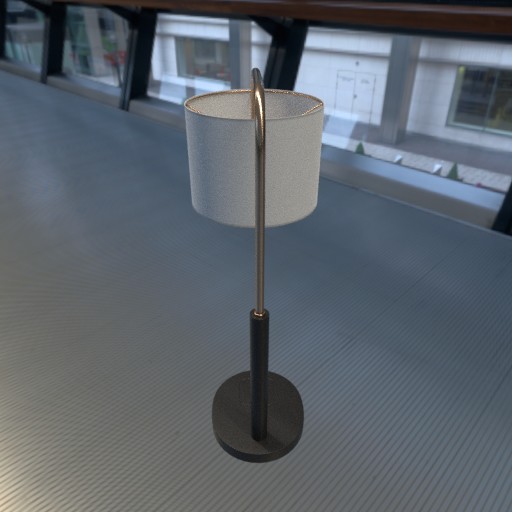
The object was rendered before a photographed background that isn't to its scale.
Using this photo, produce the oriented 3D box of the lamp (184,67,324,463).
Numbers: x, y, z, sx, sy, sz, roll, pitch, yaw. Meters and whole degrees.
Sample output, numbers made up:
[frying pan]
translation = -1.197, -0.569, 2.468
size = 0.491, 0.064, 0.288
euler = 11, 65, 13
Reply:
[lamp]
translation = 0.000, 0.000, 0.687
size = 0.199, 0.540, 0.337
euler = -1, 31, -2
